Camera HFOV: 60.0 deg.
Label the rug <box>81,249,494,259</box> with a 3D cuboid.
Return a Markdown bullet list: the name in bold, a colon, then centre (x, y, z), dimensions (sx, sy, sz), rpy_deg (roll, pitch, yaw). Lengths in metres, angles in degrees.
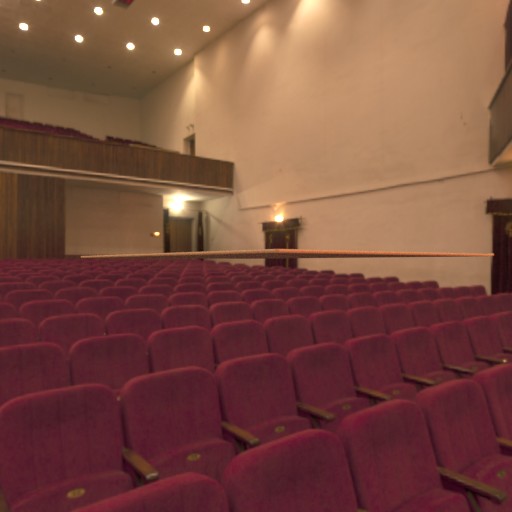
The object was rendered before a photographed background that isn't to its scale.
- **rug**: centre (0.000, 0.000, 2.820), dimensions (1.532, 0.017, 2.244), rpy_deg (1, -1, -37)
